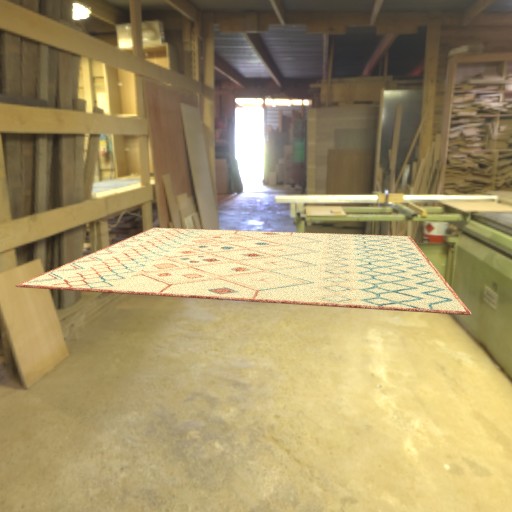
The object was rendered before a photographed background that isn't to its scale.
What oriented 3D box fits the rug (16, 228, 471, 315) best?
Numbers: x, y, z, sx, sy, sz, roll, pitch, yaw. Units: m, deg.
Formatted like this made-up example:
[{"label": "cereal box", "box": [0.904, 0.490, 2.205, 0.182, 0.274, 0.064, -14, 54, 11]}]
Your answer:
[{"label": "rug", "box": [0.000, 0.000, 4.059, 3.050, 0.016, 2.441, 2, 14, 10]}]
